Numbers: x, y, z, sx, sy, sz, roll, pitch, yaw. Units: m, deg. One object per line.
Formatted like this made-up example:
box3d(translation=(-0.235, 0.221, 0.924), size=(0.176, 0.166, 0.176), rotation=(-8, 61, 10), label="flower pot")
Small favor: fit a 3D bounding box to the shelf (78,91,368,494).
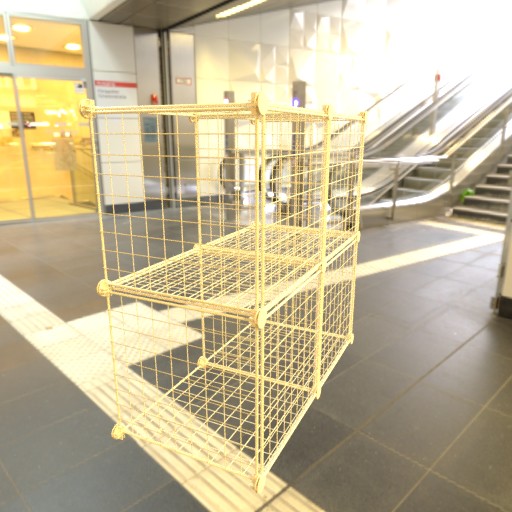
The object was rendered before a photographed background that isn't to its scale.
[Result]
box3d(translation=(0.000, 0.000, 1.111), size=(0.356, 0.711, 0.711), rotation=(7, 17, 25), label="shelf")
